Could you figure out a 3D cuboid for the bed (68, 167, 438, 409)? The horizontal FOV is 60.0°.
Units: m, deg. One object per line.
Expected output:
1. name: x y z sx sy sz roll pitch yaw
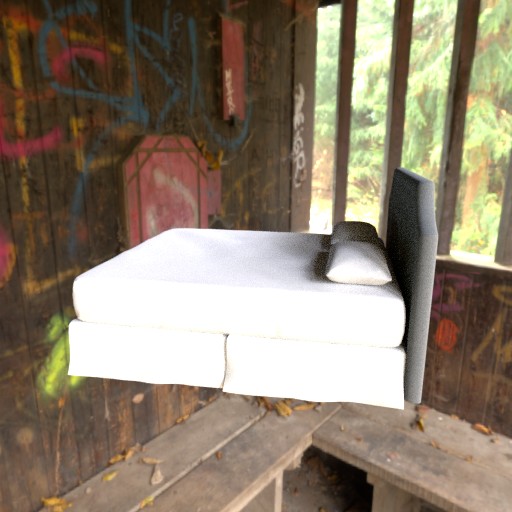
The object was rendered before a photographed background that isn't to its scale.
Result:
1. bed: 0.000 0.000 3.416 2.259 1.296 1.811 3 15 11
